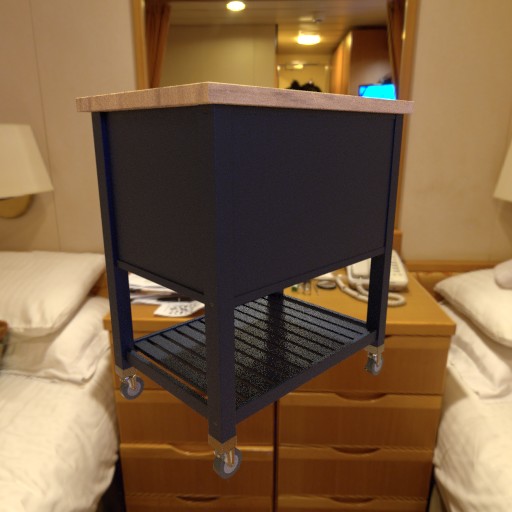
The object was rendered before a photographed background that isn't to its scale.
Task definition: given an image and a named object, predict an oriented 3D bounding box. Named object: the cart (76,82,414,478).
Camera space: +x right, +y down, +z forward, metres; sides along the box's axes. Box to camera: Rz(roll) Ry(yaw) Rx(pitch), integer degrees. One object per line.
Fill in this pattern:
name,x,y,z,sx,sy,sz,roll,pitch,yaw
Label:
cart,0.000,0.000,1.384,0.797,0.920,0.567,-15,21,-42
